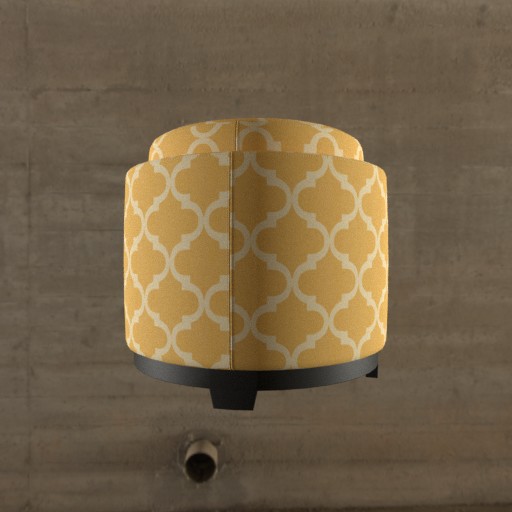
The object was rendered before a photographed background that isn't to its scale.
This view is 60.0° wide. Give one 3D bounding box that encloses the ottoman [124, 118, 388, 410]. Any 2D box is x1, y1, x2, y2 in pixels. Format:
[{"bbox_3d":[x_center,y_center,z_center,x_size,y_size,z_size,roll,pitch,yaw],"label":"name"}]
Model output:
[{"bbox_3d":[0.000,0.000,0.839,0.480,0.429,0.480,0,0,0],"label":"ottoman"}]
